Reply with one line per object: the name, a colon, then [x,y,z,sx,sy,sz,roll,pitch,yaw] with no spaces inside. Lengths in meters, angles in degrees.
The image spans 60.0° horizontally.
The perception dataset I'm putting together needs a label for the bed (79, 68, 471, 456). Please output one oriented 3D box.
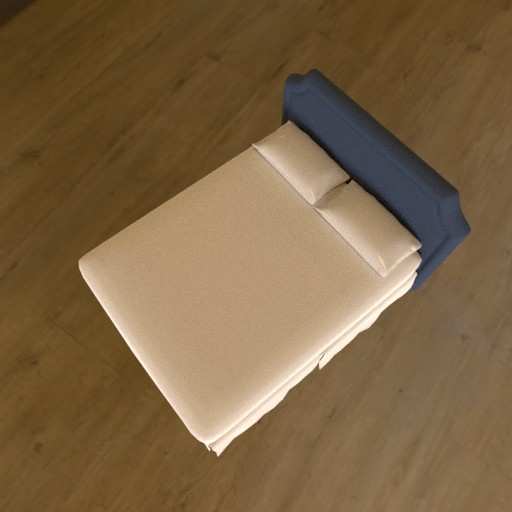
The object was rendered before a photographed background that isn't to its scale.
bed: [0.000,0.000,3.334,2.260,1.297,1.831,-36,71,-15]
